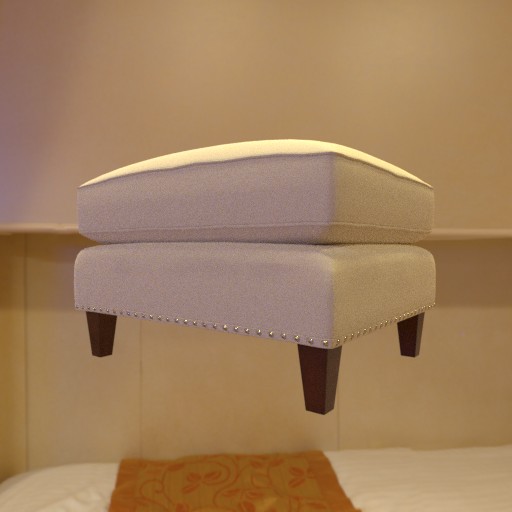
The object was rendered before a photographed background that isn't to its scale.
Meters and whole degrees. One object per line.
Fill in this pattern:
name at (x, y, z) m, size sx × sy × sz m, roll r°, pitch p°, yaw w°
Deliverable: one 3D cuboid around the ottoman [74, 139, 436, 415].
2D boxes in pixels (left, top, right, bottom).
ottoman at (0.000, 0.000, 1.138) m, size 0.741 × 0.513 × 0.584 m, roll 1°, pitch 2°, yaw 37°
